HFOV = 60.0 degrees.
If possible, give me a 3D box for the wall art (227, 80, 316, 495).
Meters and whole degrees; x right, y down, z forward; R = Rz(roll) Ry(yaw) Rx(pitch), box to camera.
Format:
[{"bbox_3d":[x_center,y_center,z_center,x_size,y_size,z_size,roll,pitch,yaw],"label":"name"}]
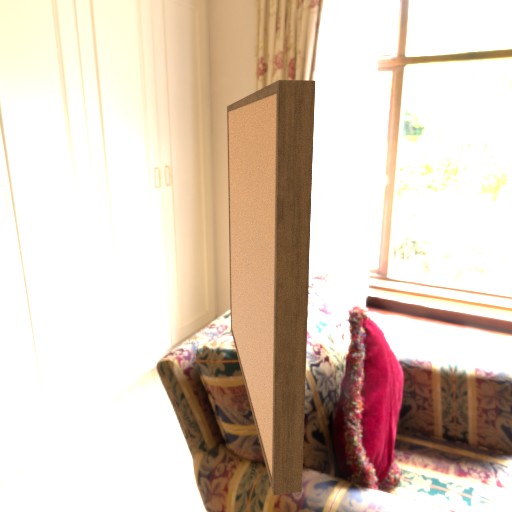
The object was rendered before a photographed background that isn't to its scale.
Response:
[{"bbox_3d":[0.000,0.000,0.755,0.038,0.508,0.508,-3,16,-9],"label":"wall art"}]
